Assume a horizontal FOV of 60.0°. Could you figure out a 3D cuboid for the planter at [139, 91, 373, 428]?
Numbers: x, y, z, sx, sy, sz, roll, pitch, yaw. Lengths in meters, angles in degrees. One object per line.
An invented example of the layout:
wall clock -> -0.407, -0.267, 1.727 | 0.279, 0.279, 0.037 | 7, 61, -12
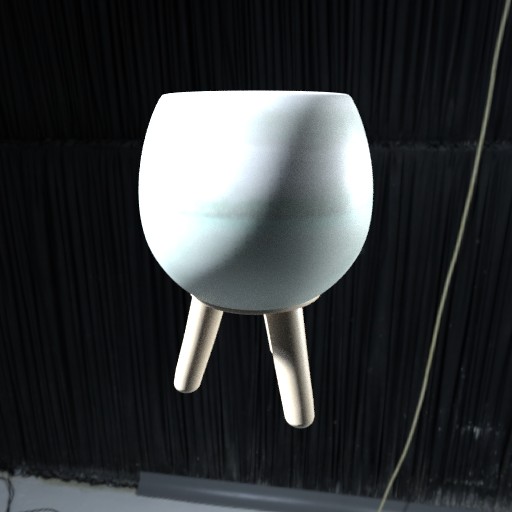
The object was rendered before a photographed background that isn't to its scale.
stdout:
planter -> 0.000, 0.000, 0.329 | 0.161, 0.224, 0.161 | 0, 18, 0
